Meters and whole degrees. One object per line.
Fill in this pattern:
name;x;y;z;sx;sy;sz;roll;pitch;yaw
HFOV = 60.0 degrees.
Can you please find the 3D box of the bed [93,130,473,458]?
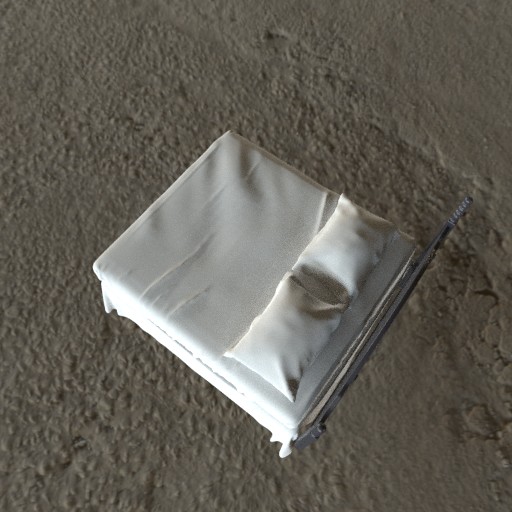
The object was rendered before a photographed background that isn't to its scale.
bed;0.000;0.000;3.214;2.040;1.356;1.873;34;69;15
